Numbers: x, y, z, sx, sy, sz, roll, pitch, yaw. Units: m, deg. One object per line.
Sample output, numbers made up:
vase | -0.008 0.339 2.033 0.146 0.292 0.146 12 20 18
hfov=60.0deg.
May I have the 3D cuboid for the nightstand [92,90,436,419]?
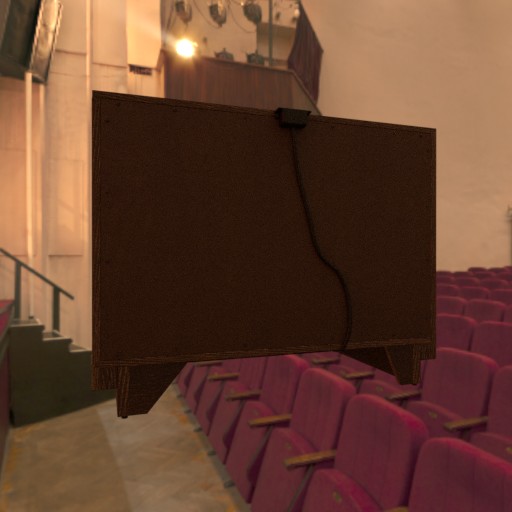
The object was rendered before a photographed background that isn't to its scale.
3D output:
nightstand | 0.000 0.000 1.132 0.775 0.612 0.457 0 0 -19
